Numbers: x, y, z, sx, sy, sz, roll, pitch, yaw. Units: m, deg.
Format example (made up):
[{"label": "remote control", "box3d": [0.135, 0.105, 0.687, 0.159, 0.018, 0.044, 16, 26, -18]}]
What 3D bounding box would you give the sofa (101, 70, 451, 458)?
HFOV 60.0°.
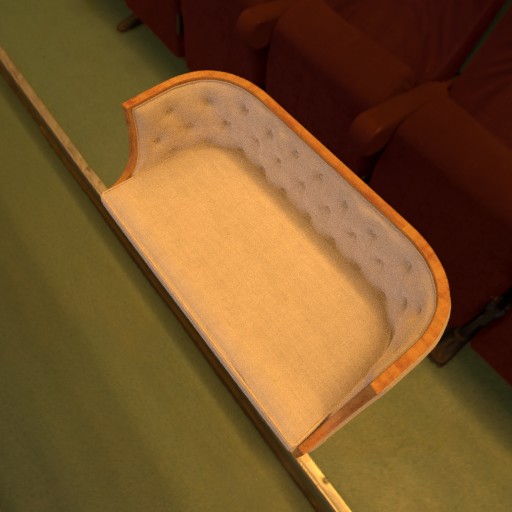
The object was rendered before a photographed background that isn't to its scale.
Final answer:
[{"label": "sofa", "box3d": [0.000, 0.000, 1.911, 0.770, 0.775, 1.474, -35, 68, -16]}]
